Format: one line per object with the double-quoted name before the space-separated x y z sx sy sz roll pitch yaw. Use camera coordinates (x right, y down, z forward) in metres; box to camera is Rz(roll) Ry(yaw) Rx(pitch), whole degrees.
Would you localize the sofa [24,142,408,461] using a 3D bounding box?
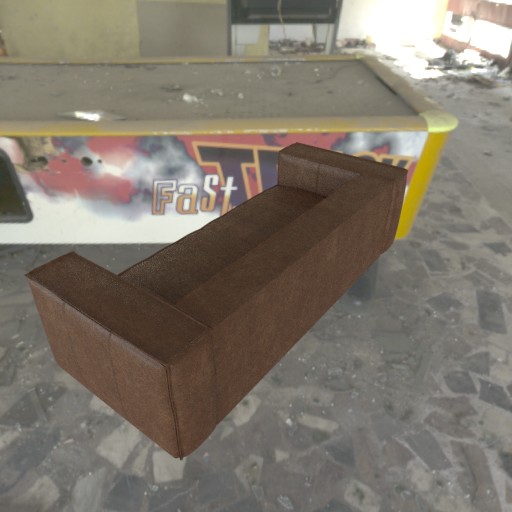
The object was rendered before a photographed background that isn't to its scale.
"sofa" 0.000 0.000 3.009 1.102 0.701 2.581 23 39 30
